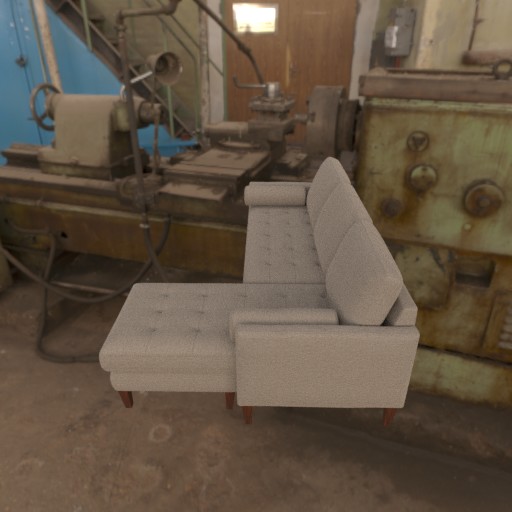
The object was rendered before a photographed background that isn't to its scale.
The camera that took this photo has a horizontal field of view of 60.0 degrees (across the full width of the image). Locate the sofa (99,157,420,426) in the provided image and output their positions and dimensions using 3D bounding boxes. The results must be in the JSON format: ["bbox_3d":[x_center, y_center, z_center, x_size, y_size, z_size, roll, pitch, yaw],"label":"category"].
[{"bbox_3d":[0.000,0.000,3.019,1.506,0.875,2.178,0,28,1],"label":"sofa"}]
